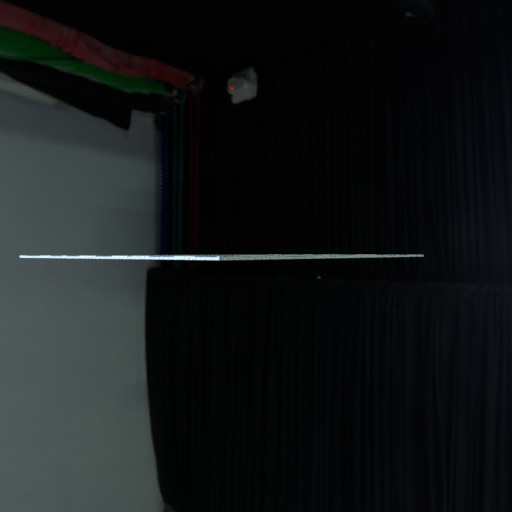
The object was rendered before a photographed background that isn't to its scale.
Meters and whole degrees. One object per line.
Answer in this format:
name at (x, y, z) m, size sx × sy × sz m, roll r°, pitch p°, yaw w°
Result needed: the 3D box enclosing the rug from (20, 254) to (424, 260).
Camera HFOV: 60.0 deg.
rug at (0.000, 0.000, 3.024) m, size 1.518 × 0.015 × 2.438 m, roll 0°, pitch 0°, yaw 37°
